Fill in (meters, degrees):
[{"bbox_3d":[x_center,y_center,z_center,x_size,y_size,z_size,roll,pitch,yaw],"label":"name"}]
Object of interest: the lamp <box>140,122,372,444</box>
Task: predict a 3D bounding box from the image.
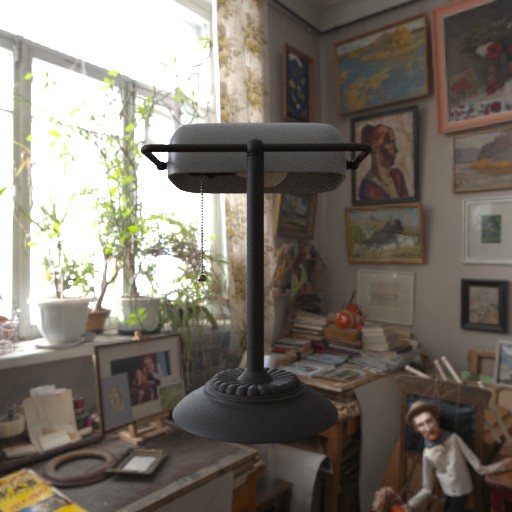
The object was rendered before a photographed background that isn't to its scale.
[{"bbox_3d":[0.000,0.000,0.519,0.264,0.339,0.243,0,-1,1],"label":"lamp"}]
